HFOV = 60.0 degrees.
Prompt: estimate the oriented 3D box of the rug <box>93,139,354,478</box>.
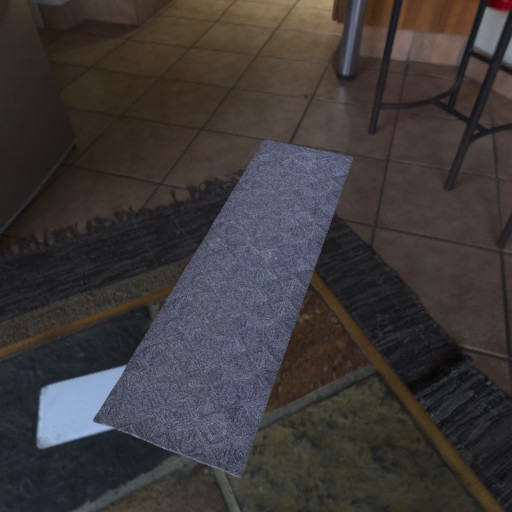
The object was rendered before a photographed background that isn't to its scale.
[{"bbox_3d":[0.000,0.000,2.567,0.691,0.011,2.296,15,50,13],"label":"rug"}]
